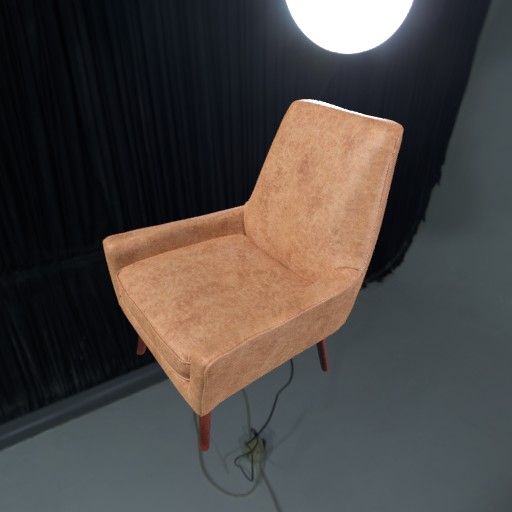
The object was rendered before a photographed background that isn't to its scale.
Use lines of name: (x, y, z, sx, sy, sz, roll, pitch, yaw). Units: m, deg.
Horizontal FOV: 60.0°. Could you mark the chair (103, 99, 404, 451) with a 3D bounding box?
chair: (0.000, 0.000, 1.516, 0.851, 0.883, 0.753, -20, 36, -29)
